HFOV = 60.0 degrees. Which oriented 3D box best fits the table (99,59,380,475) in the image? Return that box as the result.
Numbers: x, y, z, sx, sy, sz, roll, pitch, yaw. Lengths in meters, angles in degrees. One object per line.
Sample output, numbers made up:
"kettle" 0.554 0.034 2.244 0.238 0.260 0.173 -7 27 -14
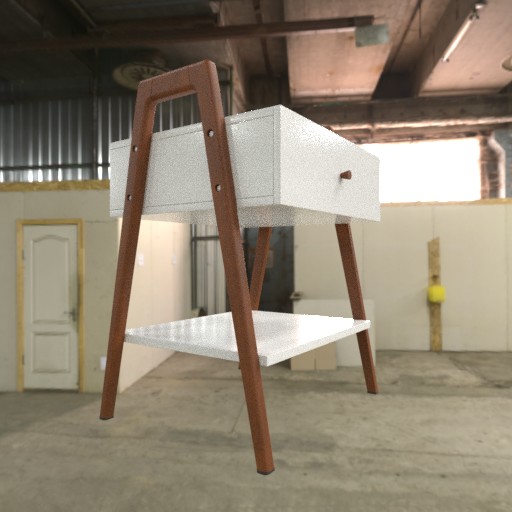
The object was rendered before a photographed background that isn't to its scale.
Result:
"table" 0.000 0.000 0.903 0.405 0.610 0.457 0 0 35
